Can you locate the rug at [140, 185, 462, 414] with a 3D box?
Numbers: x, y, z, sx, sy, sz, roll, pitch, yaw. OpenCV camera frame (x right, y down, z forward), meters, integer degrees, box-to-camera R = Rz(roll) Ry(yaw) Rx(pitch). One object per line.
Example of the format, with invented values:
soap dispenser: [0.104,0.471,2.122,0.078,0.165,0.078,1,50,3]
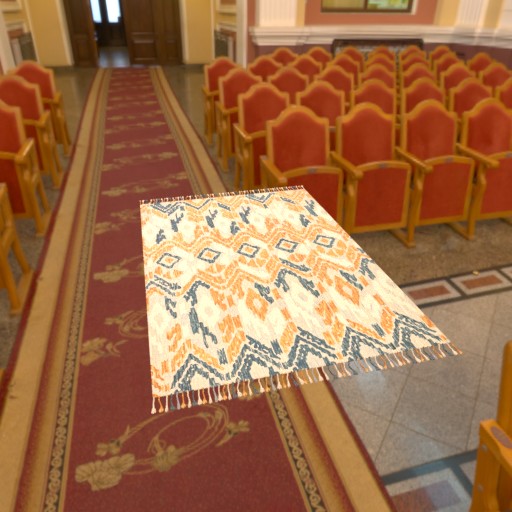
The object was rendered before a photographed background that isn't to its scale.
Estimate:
rug: [0.000,0.000,3.070,1.533,0.010,2.428,-7,30,-12]
